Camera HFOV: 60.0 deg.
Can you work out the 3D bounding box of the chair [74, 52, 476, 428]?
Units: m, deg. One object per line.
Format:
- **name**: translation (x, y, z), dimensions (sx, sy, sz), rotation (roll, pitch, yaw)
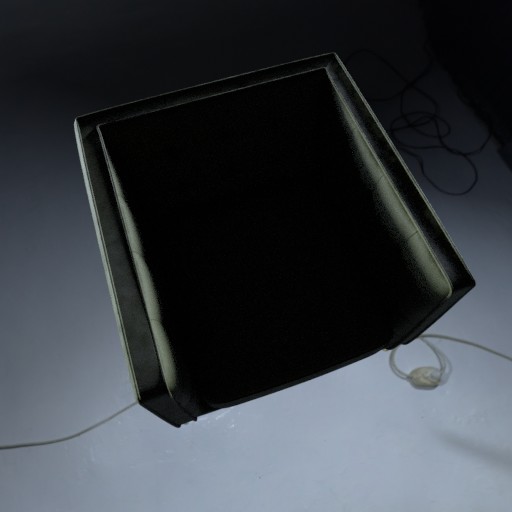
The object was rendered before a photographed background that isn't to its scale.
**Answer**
- **chair**: translation (0.000, 0.000, 1.538), dimensions (0.880, 0.790, 0.894), rotation (-18, 65, -8)
